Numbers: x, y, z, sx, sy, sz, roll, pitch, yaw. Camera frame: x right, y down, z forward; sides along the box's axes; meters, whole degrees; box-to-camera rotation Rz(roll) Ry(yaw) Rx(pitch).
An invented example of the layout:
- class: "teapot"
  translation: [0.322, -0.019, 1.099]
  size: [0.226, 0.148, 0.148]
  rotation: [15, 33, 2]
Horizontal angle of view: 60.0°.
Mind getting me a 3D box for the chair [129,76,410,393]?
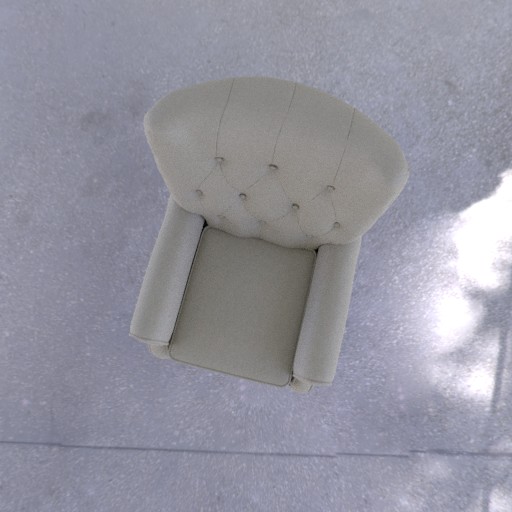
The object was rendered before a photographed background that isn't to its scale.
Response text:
- class: "chair"
  translation: [0.000, 0.000, 1.948]
  size: [0.943, 1.158, 1.059]
  rotation: [13, 76, 3]
